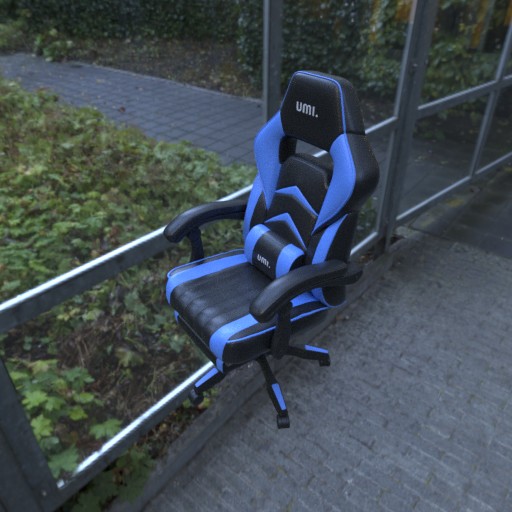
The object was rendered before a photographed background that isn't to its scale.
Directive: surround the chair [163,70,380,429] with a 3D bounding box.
[{"bbox_3d":[0.000,0.000,1.738,0.700,1.280,0.700,-23,40,-30],"label":"chair"}]
